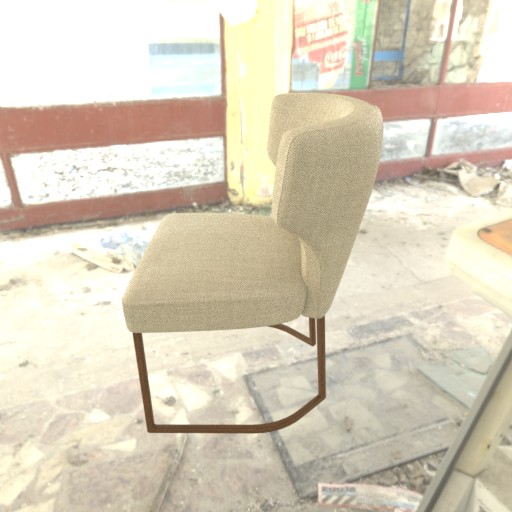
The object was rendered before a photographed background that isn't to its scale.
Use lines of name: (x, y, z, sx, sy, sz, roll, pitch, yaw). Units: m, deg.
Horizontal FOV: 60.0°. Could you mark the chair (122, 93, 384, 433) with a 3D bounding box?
chair: (0.000, 0.000, 1.249, 0.617, 0.824, 0.611, 0, 27, 0)
